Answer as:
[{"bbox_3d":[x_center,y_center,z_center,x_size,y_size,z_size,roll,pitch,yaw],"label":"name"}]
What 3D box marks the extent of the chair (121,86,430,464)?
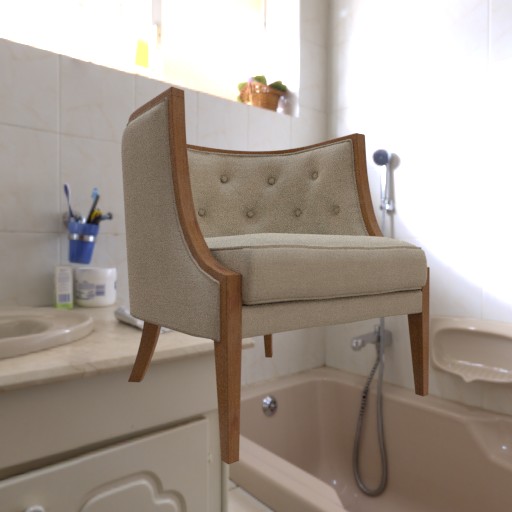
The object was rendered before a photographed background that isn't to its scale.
[{"bbox_3d":[0.000,0.000,1.316,0.711,0.775,0.757,0,1,-37],"label":"chair"}]
